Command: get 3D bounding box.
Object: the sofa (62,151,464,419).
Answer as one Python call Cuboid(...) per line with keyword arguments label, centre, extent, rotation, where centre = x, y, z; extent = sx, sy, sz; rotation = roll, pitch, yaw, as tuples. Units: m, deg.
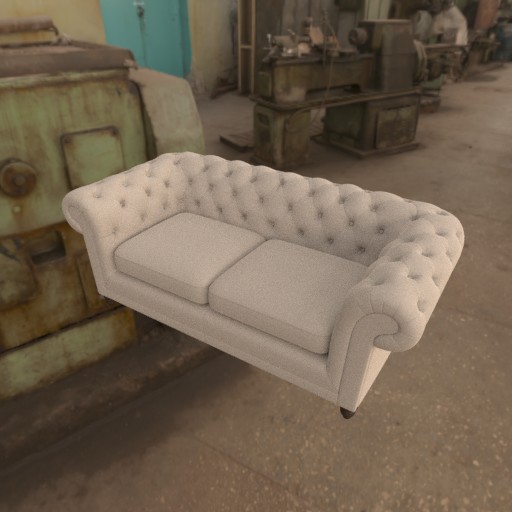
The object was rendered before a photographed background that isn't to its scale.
Cuboid(label="sofa", centre=(0.000, 0.000, 2.491), extent=(1.998, 0.764, 0.986), rotation=(18, 35, 28))
